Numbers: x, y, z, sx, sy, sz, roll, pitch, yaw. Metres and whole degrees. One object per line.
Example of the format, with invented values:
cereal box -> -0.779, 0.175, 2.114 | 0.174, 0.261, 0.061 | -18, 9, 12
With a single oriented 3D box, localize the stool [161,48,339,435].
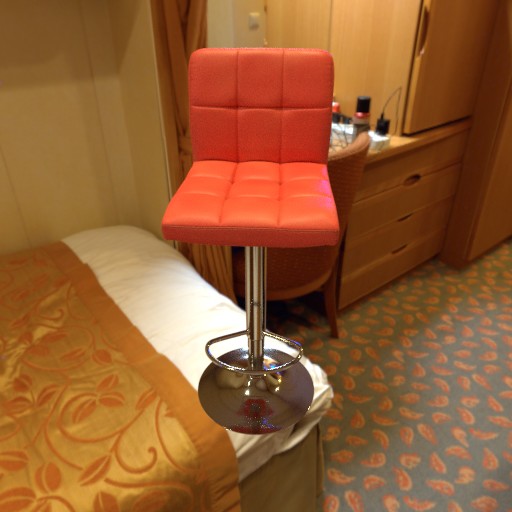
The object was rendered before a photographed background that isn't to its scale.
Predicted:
stool -> 0.000, 0.000, 1.351 | 0.430, 1.115, 0.505 | 2, 30, 3
